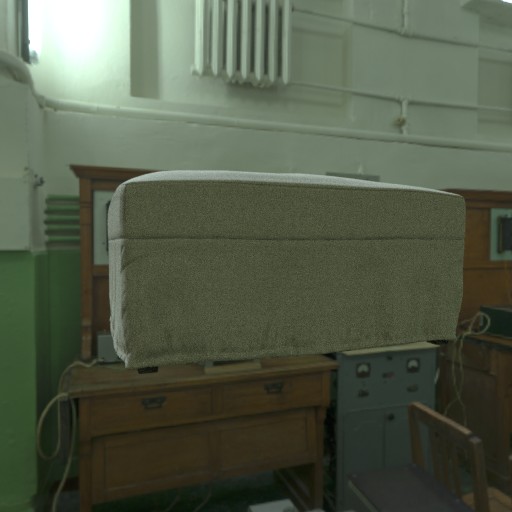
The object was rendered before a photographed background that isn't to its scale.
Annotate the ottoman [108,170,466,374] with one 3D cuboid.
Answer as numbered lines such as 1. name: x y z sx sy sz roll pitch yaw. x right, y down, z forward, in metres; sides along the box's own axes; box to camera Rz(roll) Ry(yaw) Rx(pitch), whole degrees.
1. ottoman: 0.000 0.000 1.347 0.843 0.436 0.840 -1 2 -20
